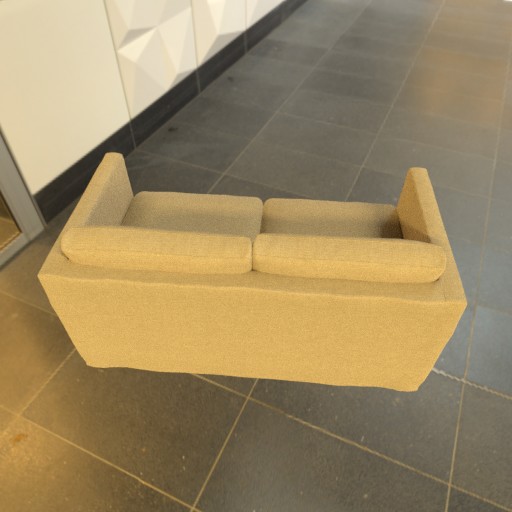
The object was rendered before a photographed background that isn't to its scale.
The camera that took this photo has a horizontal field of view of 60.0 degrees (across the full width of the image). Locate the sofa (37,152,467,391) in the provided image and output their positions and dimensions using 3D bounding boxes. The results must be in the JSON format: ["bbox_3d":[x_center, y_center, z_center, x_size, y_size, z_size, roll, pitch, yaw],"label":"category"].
[{"bbox_3d":[0.000,0.000,2.289,1.766,0.828,0.956,4,46,3],"label":"sofa"}]
